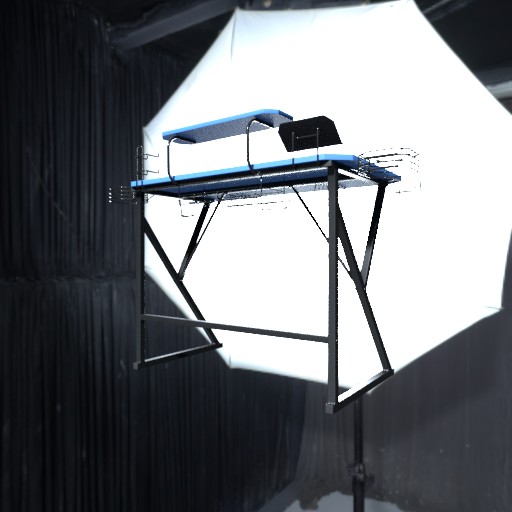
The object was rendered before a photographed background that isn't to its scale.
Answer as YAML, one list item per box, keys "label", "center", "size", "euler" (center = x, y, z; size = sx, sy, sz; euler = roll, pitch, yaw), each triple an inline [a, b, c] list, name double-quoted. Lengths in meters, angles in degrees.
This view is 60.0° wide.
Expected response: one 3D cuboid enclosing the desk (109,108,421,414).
- label: "desk"
  center: [0.000, 0.000, 1.720]
  size: [1.295, 0.909, 0.594]
  euler: [0, 0, 36]
